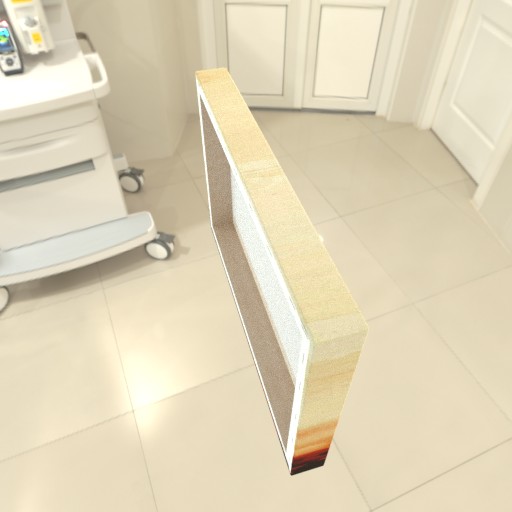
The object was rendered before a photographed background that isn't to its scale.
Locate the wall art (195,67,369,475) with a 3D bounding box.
[{"bbox_3d":[0.000,0.000,0.488,0.037,0.251,0.383,-12,48,-11],"label":"wall art"}]
